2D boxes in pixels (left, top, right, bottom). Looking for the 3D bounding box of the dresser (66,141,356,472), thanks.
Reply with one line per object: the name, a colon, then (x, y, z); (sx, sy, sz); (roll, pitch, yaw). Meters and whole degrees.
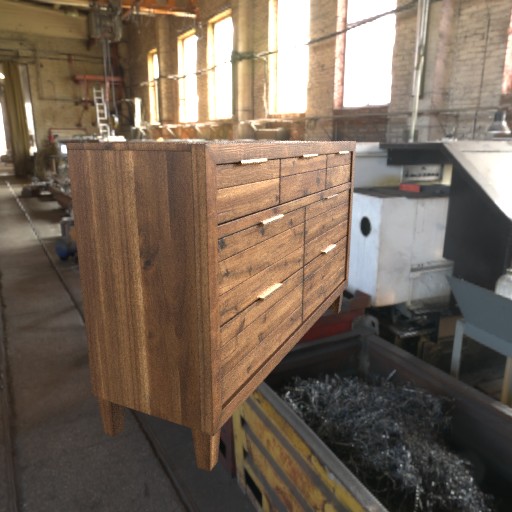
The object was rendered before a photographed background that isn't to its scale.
dresser: (0.000, 0.000, 1.789); (0.438, 0.892, 1.387); (7, 16, 25)
